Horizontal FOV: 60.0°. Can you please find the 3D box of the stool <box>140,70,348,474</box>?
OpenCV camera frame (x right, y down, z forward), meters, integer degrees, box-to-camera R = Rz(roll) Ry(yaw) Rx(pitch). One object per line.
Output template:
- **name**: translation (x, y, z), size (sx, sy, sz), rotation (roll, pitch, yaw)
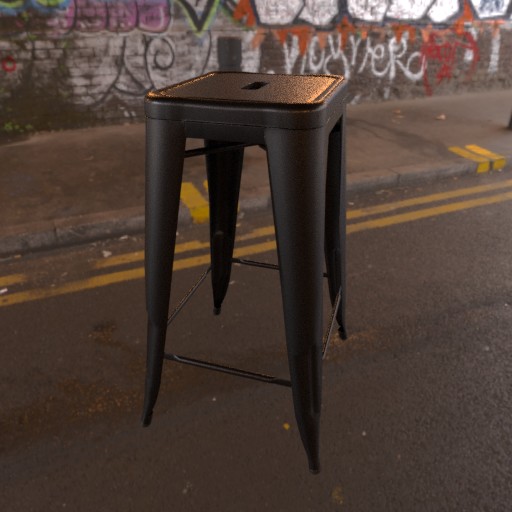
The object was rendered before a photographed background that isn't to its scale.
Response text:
- **stool**: translation (0.000, 0.000, 0.831), size (0.359, 0.609, 0.399), rotation (9, 31, 15)
